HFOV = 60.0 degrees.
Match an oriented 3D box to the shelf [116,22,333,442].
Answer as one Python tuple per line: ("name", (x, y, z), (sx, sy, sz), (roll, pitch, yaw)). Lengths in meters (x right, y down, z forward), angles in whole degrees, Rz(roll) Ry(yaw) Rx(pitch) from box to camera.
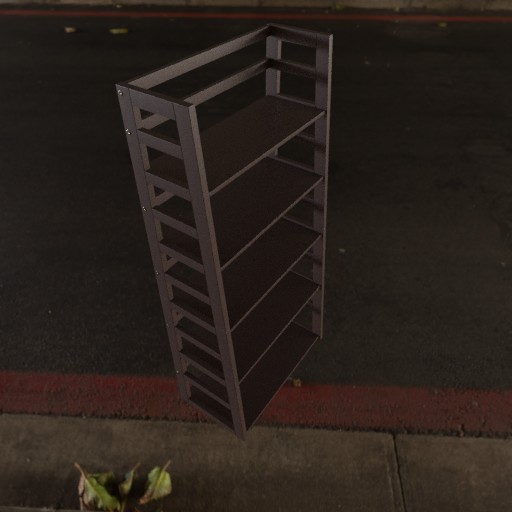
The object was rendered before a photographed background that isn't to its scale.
("shelf", (0.000, 0.000, 1.885), (0.403, 1.600, 0.763), (25, 47, 25))
